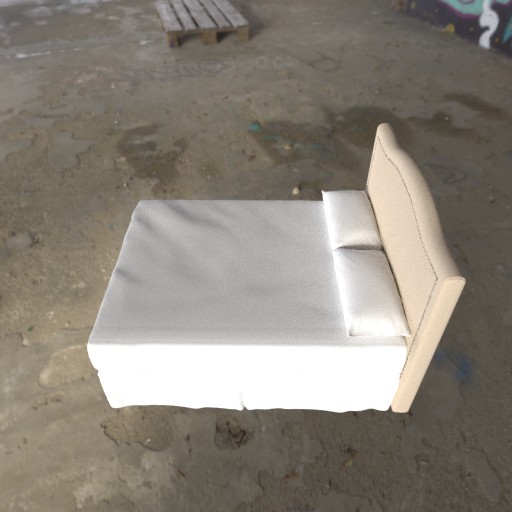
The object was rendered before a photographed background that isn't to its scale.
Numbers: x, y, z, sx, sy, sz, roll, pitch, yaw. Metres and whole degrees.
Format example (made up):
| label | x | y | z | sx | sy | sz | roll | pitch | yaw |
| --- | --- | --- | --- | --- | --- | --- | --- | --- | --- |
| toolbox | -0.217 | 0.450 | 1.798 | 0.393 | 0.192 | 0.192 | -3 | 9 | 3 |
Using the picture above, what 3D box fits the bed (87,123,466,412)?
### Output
| label | x | y | z | sx | sy | sz | roll | pitch | yaw |
| --- | --- | --- | --- | --- | --- | --- | --- | --- | --- |
| bed | 0.000 | 0.000 | 3.273 | 2.143 | 1.460 | 1.753 | 0 | 42 | 0 |
